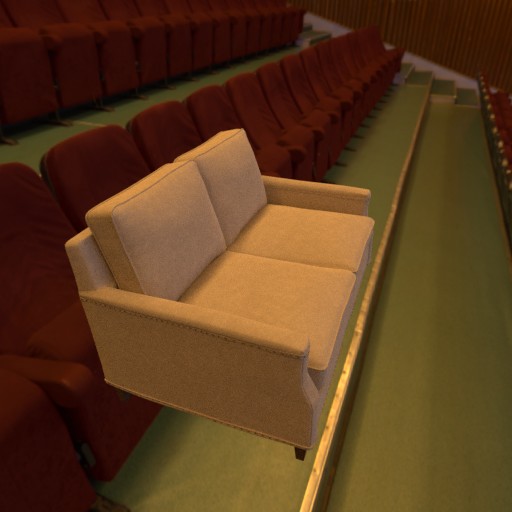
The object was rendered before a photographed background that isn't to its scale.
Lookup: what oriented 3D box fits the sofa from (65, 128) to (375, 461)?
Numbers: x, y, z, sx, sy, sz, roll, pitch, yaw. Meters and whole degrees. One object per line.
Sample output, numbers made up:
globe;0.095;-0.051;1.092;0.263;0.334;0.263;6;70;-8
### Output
sofa;0.000;0.000;2.364;1.084;1.002;1.597;11;32;18
